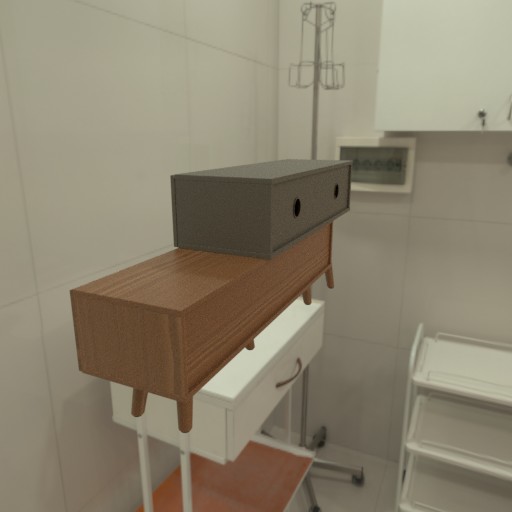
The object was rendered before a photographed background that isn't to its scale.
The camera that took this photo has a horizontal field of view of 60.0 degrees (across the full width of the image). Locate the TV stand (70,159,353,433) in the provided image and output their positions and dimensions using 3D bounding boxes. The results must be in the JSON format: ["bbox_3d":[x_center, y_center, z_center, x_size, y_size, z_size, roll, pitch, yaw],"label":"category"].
[{"bbox_3d":[0.000,0.000,1.547,0.329,0.591,1.336,7,17,24],"label":"TV stand"}]
